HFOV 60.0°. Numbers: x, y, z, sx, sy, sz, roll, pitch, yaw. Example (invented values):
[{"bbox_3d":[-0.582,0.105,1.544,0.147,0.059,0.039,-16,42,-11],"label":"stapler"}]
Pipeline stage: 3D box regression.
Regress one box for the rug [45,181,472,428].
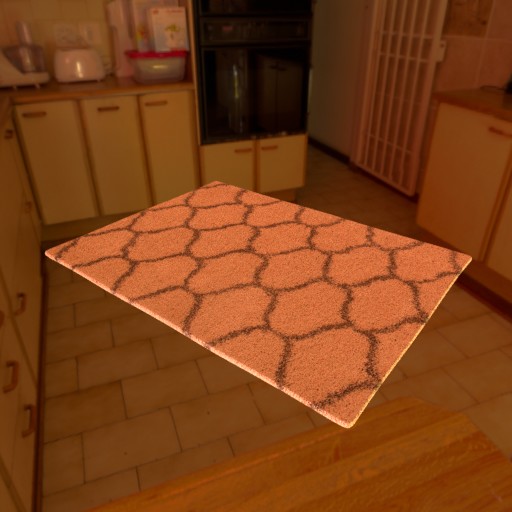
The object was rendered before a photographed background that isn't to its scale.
[{"bbox_3d":[0.000,0.000,2.065,1.600,0.025,1.200,21,36,32],"label":"rug"}]
